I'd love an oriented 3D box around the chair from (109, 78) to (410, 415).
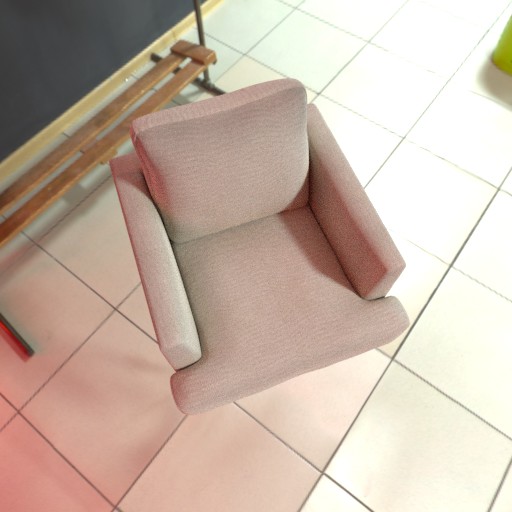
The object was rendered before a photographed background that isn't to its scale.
[{"bbox_3d":[0.000,0.000,1.660,0.858,0.957,0.899,-18,65,-9],"label":"chair"}]
